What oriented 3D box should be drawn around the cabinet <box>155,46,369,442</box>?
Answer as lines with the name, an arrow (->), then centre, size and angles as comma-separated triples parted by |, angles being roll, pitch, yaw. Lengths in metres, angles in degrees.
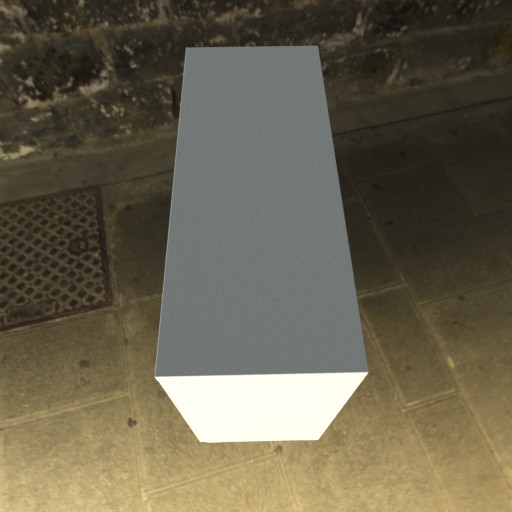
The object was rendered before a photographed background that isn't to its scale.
cabinet -> 0.000, 0.000, 1.427 | 0.400, 0.800, 1.000 | -1, 59, -1
